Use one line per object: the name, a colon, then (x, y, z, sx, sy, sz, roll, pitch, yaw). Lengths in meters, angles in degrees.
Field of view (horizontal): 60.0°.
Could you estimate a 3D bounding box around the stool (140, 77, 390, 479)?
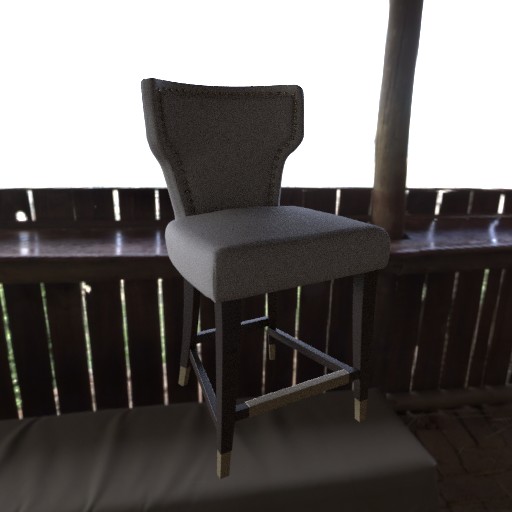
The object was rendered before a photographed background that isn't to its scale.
stool: (0.000, 0.000, 1.304, 0.527, 0.982, 0.563, -9, 19, -27)
